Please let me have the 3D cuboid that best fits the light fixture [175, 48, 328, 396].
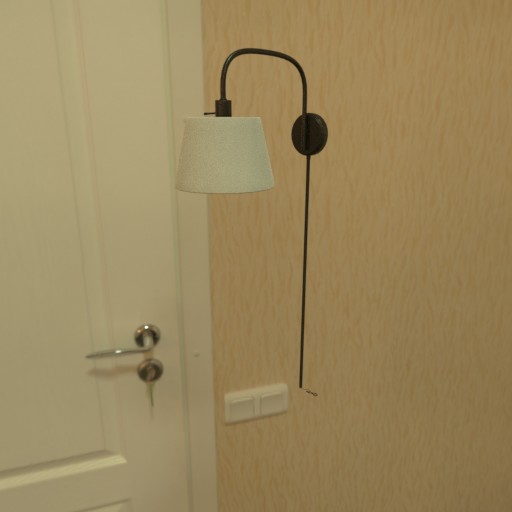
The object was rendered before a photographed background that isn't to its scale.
[{"bbox_3d":[0.000,0.000,0.465,0.092,0.399,0.176,16,23,41],"label":"light fixture"}]
